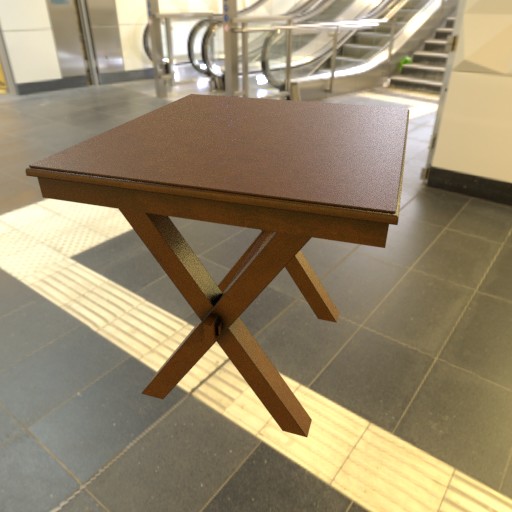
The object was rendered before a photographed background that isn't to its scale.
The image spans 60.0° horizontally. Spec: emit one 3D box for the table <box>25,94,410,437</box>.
[{"bbox_3d":[0.000,0.000,1.001,0.560,0.562,0.602,9,32,15],"label":"table"}]
